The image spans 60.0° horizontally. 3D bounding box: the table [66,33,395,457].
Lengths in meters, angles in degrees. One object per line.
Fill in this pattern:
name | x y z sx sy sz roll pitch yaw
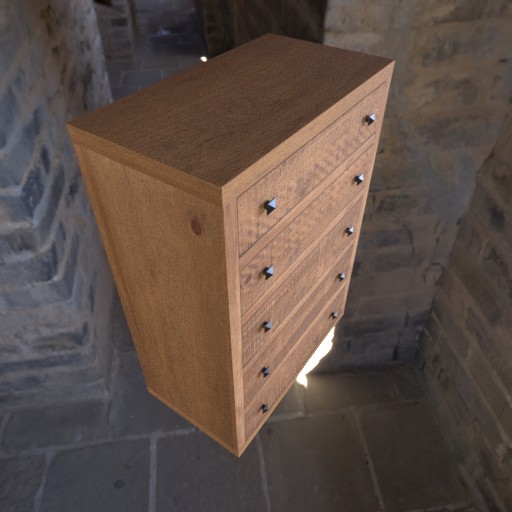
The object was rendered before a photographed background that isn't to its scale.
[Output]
table | 0.000 0.000 1.700 0.524 1.294 0.901 26 48 25
